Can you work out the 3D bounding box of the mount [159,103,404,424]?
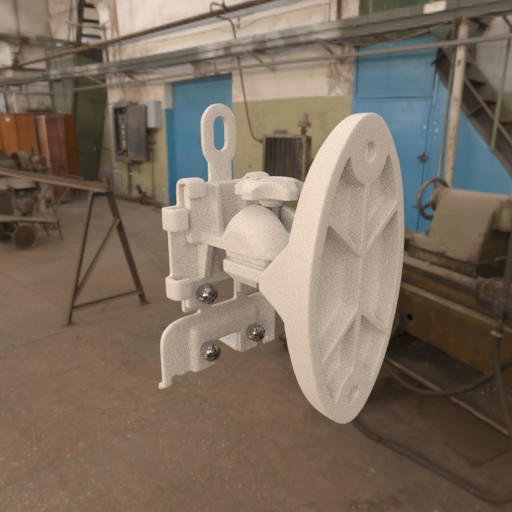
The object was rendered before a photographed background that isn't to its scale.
[{"bbox_3d":[0.000,0.000,0.179,0.066,0.118,0.100,-15,22,-41],"label":"mount"}]
